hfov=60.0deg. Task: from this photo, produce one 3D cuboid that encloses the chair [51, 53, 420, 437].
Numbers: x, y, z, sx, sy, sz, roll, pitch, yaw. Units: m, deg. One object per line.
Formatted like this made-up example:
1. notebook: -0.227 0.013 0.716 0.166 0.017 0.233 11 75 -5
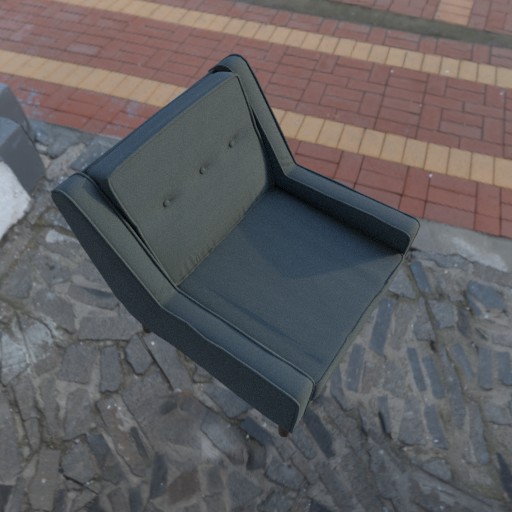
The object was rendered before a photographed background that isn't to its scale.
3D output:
1. chair: 0.000 0.000 1.323 0.733 0.780 0.663 32 62 19
